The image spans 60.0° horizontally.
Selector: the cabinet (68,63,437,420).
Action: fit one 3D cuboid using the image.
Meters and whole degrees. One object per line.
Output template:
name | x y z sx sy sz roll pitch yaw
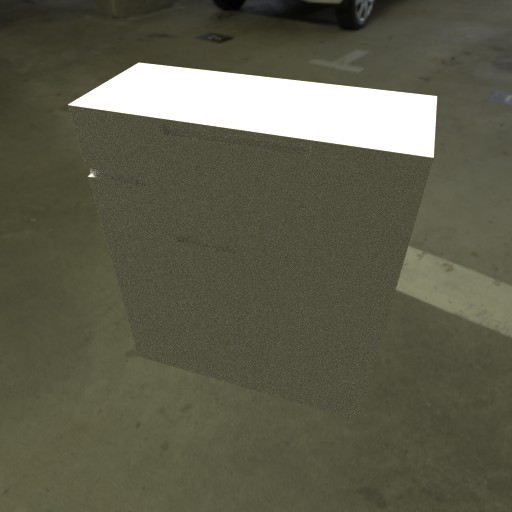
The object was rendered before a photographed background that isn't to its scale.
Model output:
cabinet | 0.000 0.000 1.677 1.000 1.190 0.400 12 42 14
